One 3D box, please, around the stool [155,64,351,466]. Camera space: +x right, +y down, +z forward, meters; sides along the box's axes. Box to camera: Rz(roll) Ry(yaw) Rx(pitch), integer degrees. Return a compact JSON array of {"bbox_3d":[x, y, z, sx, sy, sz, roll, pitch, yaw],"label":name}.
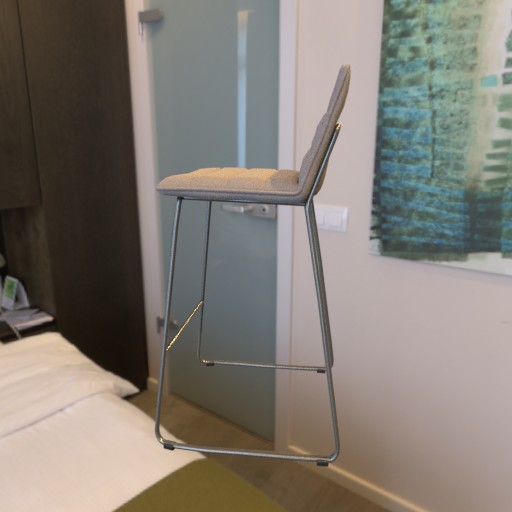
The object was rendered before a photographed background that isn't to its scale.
[{"bbox_3d":[0.000,0.000,1.261,0.490,0.960,0.490,2,15,7],"label":"stool"}]
